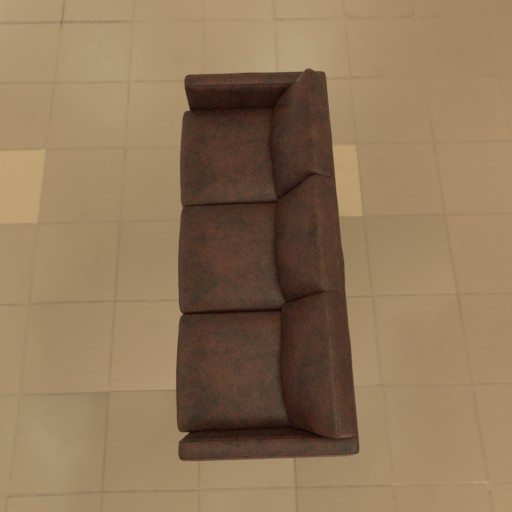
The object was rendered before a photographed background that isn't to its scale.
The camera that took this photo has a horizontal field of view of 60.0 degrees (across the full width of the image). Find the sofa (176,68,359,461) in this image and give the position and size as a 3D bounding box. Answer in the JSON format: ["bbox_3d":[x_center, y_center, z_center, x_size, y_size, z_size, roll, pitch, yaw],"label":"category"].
[{"bbox_3d":[0.000,0.000,3.004,1.045,1.006,2.464,-2,74,-1],"label":"sofa"}]
